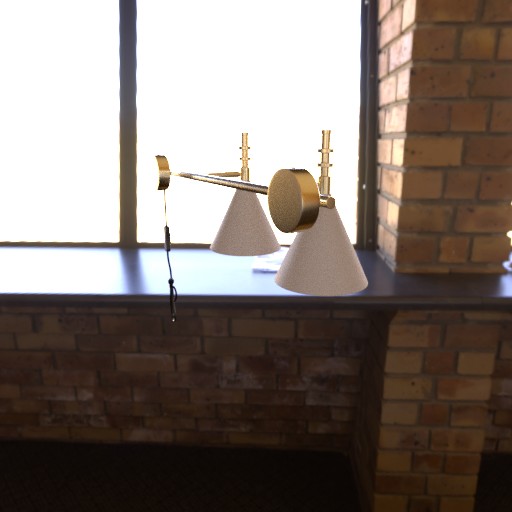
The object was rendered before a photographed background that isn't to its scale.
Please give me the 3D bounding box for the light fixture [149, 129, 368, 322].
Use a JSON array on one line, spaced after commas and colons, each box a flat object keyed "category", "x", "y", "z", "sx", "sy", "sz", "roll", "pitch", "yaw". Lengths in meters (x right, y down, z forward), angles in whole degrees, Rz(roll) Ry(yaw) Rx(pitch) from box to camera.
[{"category": "light fixture", "x": 0.000, "y": 0.000, "z": 0.862, "sx": 0.239, "sy": 0.468, "sz": 0.642, "roll": -8, "pitch": 17, "yaw": -28}]
